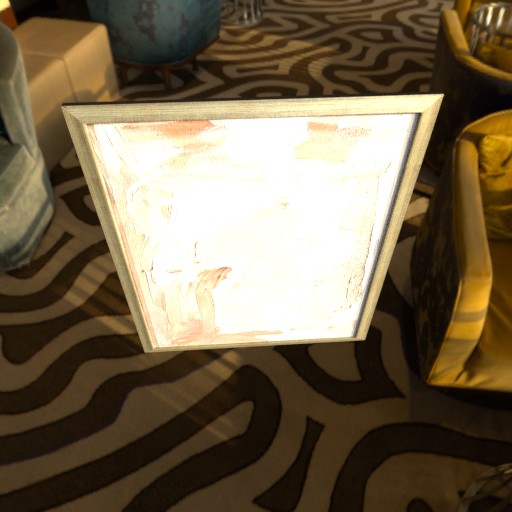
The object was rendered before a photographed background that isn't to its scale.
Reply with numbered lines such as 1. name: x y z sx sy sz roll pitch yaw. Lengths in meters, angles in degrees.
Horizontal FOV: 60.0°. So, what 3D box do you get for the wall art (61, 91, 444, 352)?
1. wall art: 0.000 0.000 0.884 0.559 0.660 0.018 -3 46 -3
